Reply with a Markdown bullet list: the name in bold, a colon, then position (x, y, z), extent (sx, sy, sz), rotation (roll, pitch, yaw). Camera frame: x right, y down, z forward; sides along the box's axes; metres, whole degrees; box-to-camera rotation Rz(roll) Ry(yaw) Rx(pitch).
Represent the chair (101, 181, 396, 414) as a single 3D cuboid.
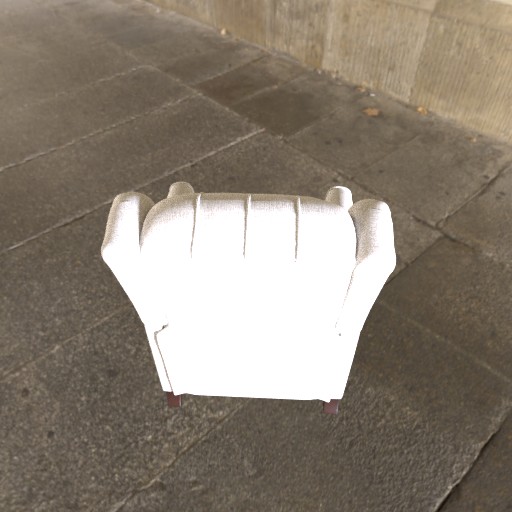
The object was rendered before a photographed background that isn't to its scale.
- **chair**: position (0.000, 0.000, 1.614), extent (0.742, 1.035, 0.902), rotation (2, 45, 2)
